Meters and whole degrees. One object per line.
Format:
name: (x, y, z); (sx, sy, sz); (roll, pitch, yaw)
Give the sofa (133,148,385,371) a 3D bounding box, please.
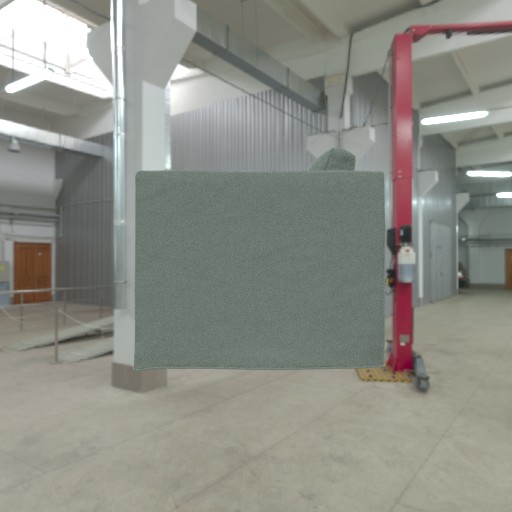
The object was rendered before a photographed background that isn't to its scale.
sofa: (0.000, 0.000, 2.747); (0.962, 0.853, 2.312); (0, -1, 0)
